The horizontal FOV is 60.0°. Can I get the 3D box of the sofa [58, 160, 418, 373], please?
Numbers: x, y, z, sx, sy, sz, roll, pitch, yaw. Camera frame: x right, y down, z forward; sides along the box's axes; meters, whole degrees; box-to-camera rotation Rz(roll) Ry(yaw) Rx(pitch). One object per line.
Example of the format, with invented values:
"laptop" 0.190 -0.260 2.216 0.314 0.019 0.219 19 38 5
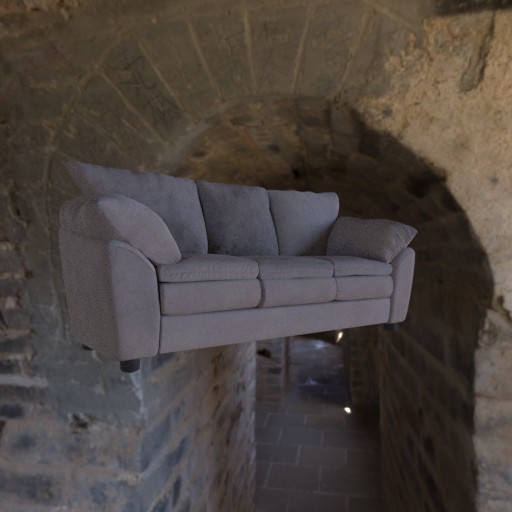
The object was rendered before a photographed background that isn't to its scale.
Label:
"sofa" 0.000 0.000 2.877 2.336 1.073 0.878 0 0 -37
